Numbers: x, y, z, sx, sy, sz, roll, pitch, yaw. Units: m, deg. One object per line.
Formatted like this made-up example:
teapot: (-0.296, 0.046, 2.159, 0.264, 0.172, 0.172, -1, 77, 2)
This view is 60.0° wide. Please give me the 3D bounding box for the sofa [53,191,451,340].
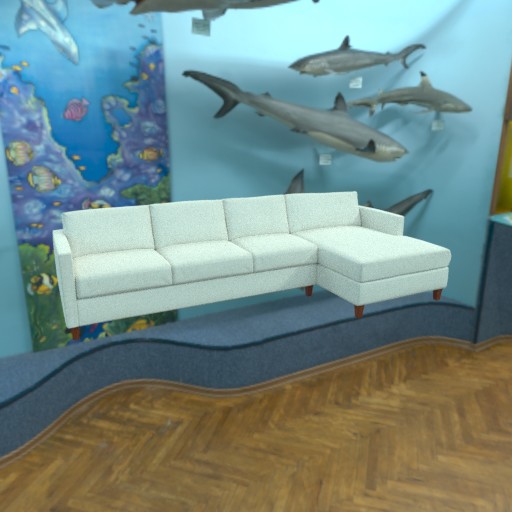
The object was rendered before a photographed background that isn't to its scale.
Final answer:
sofa: (0.000, 0.000, 4.245, 3.471, 0.954, 1.606, -8, 18, -25)
